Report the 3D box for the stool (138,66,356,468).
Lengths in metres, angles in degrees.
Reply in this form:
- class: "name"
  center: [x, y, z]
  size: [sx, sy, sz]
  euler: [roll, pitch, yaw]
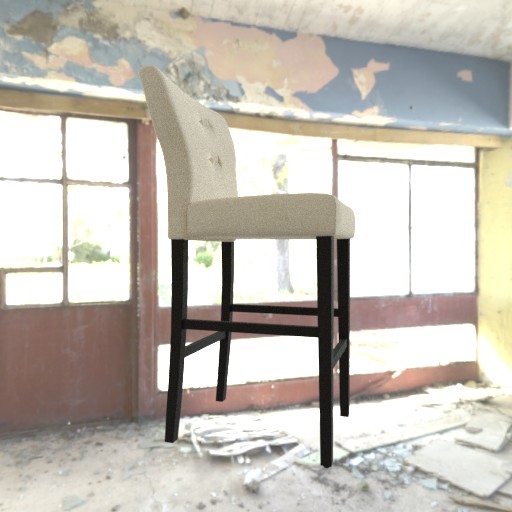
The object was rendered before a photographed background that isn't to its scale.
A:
- class: "stool"
  center: [0.000, 0.000, 1.451]
  size: [0.603, 1.124, 0.516]
  euler: [0, 1, 19]
